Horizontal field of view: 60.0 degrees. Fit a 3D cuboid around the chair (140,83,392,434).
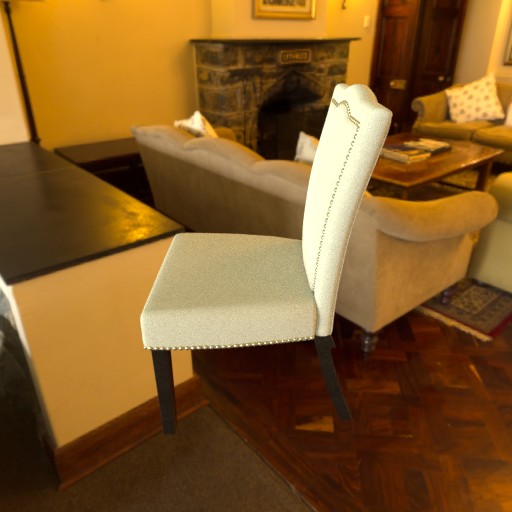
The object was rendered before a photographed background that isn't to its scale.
[{"bbox_3d":[0.000,0.000,1.303,0.589,0.946,0.518,0,27,1],"label":"chair"}]
